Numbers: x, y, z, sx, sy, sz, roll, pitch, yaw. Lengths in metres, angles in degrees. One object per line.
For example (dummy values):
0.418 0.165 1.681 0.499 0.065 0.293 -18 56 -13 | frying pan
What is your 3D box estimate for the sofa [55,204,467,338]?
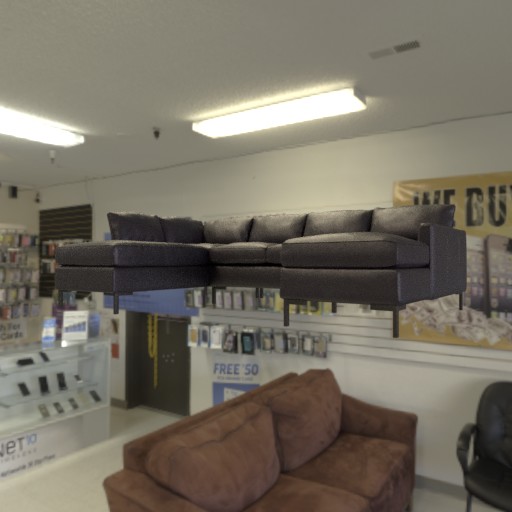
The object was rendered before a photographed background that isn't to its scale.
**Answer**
0.000 0.000 3.760 2.956 0.900 1.939 0 -1 36 | sofa
